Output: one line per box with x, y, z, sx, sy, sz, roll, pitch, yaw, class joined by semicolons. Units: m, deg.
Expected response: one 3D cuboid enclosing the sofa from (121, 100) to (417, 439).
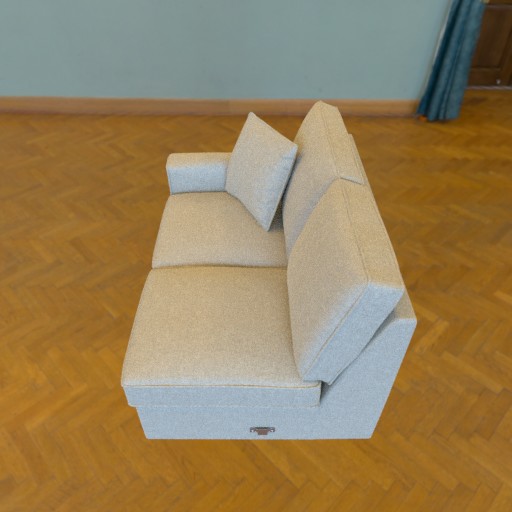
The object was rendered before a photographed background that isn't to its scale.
0.000;0.000;2.059;0.991;0.989;1.388;0;42;0;sofa
